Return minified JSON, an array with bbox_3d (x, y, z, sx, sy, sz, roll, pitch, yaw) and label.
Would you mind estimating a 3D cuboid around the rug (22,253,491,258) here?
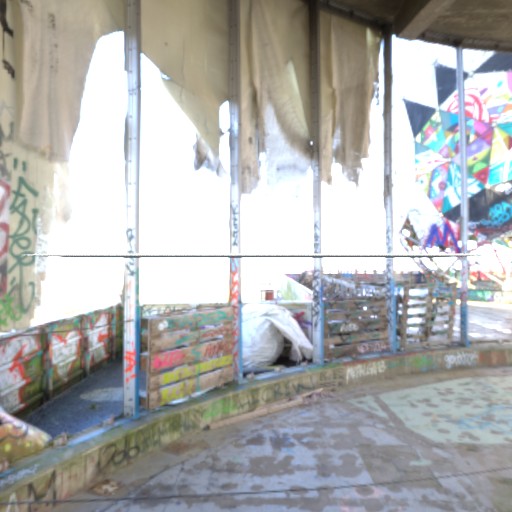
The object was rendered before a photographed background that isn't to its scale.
[{"bbox_3d":[0.000,0.000,2.699,2.480,0.013,0.786,0,-1,1],"label":"rug"}]
